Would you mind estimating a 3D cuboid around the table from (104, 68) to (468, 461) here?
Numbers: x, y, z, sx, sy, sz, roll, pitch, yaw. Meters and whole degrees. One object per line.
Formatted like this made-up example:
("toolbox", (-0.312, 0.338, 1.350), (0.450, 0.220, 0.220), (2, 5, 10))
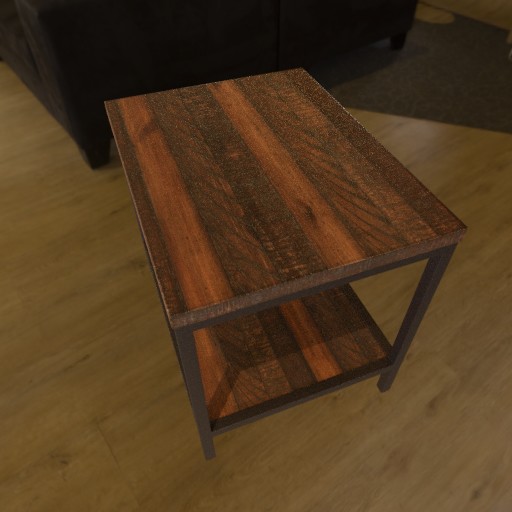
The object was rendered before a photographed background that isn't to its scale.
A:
("table", (0.000, 0.000, 1.137), (0.524, 0.612, 0.678), (-16, 49, -14))
